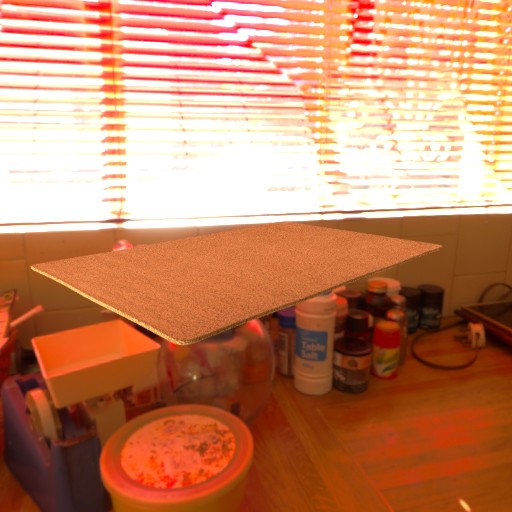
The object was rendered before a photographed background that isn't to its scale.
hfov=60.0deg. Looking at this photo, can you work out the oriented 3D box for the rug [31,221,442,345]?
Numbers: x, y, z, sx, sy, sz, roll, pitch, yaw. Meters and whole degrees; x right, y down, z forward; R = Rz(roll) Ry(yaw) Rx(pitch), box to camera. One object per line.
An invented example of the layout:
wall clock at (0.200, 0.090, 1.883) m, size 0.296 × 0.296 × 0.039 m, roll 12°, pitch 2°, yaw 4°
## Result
rug at (0.000, 0.000, 3.420) m, size 1.801 × 0.024 × 2.700 m, roll 13°, pitch 19°, yaw 43°
